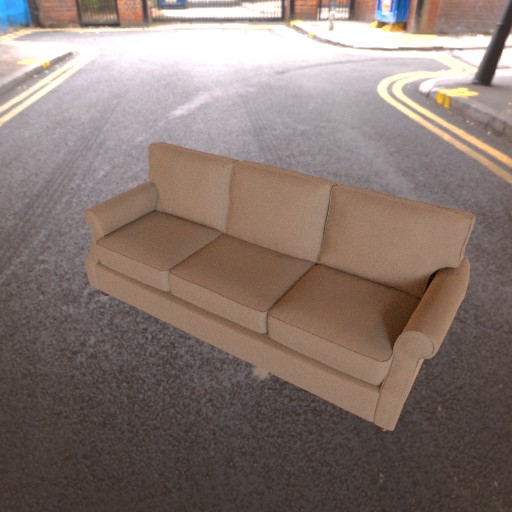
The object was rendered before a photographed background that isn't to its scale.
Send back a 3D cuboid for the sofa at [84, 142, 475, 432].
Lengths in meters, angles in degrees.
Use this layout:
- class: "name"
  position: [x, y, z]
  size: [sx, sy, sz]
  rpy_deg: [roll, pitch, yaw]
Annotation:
- class: "sofa"
  position: [0.000, 0.000, 2.749]
  size: [2.354, 0.948, 0.966]
  rpy_deg: [19, 37, 28]
